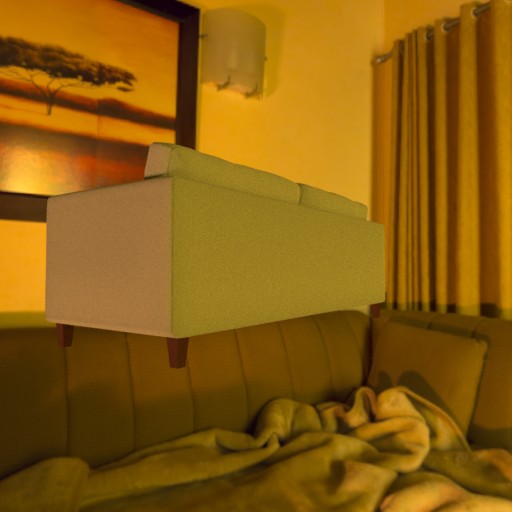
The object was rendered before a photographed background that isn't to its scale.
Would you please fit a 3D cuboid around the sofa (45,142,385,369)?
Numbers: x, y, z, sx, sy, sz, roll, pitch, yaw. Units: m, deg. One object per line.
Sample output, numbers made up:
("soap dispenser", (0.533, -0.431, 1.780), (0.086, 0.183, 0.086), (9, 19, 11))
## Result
("sofa", (0.000, 0.000, 2.958), (0.948, 0.965, 2.434), (-1, -2, 35))
